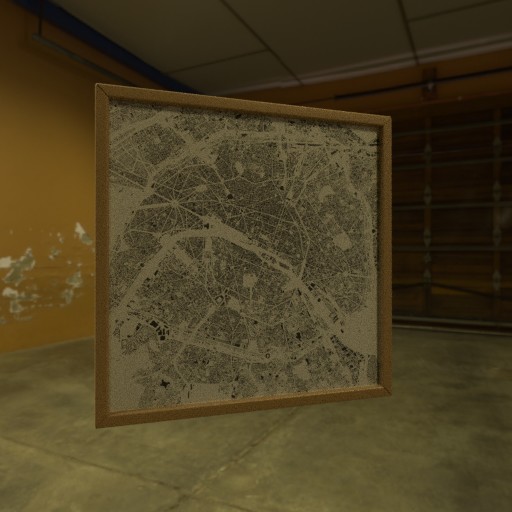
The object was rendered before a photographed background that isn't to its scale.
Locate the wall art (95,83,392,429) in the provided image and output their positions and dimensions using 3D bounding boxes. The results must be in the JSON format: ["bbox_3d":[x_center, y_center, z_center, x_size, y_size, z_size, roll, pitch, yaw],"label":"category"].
[{"bbox_3d":[0.000,0.000,0.747,0.509,0.509,0.036,0,0,-18],"label":"wall art"}]
